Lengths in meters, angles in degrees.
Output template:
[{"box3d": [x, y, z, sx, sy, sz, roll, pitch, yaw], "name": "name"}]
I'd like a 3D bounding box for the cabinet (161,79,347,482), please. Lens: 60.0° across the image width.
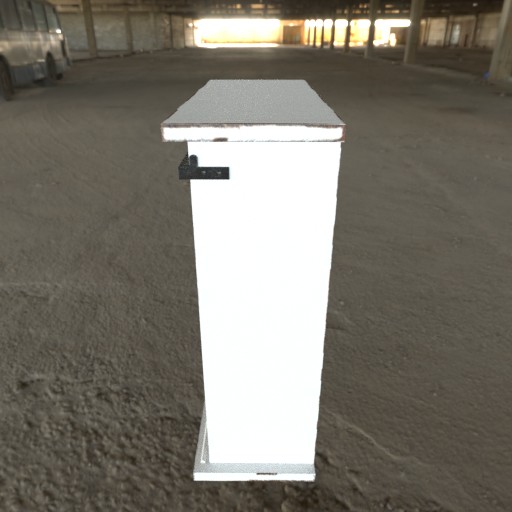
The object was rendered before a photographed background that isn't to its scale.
[{"box3d": [0.000, 0.000, 0.875, 0.210, 0.603, 0.541, 0, 27, 1], "name": "cabinet"}]
